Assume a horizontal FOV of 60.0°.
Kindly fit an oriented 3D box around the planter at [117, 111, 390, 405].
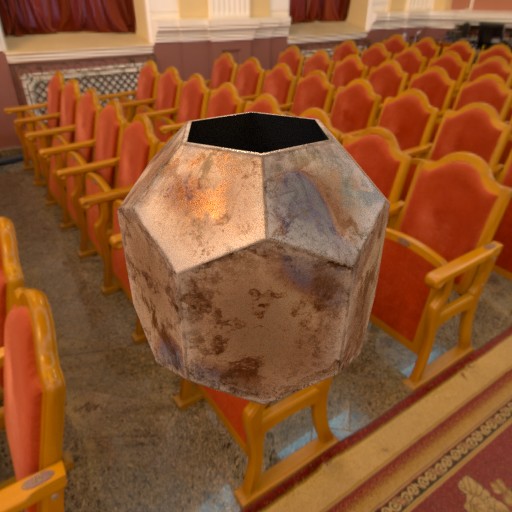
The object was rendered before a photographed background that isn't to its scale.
[{"bbox_3d":[0.000,0.000,0.420,0.221,0.238,0.243,-19,35,-29],"label":"planter"}]
